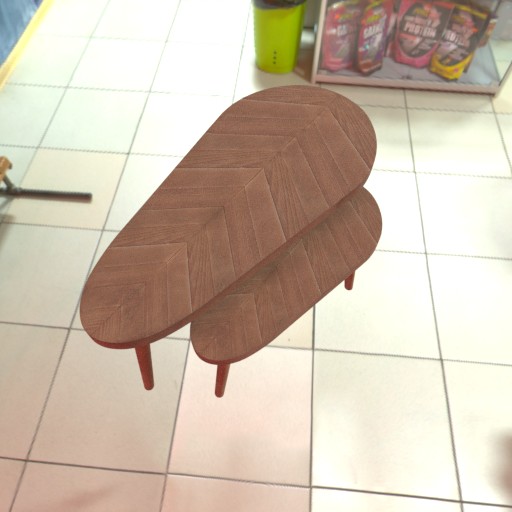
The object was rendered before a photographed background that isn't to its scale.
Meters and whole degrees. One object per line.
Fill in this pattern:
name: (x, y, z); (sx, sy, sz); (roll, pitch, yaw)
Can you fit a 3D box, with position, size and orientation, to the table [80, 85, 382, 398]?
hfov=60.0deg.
table: (0.000, 0.000, 1.603); (0.701, 0.595, 1.190); (34, 64, 19)
